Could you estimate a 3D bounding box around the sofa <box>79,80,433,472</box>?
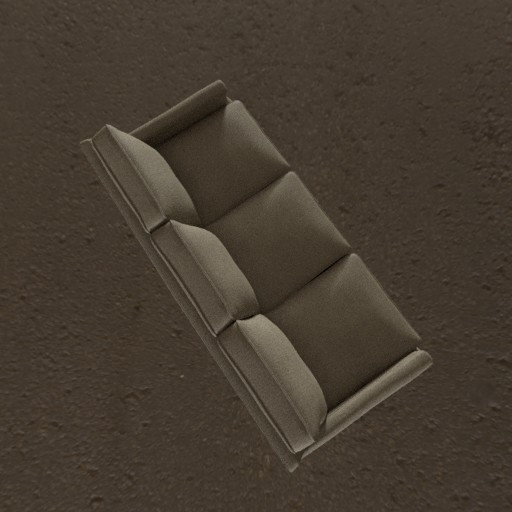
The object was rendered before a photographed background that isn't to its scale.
[{"bbox_3d":[0.000,0.000,2.798,1.084,1.003,2.246,-33,78,-8],"label":"sofa"}]
